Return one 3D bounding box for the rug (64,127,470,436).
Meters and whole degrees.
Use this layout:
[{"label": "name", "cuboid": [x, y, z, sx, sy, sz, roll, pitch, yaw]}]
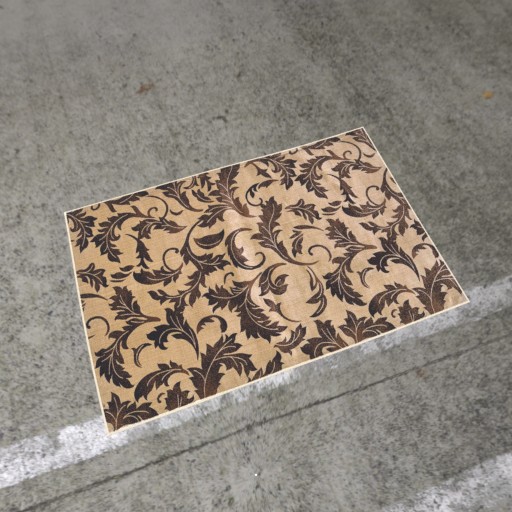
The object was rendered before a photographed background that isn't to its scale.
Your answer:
[{"label": "rug", "cuboid": [0.000, 0.000, 2.893, 2.284, 0.008, 1.522, -18, 65, -9]}]
